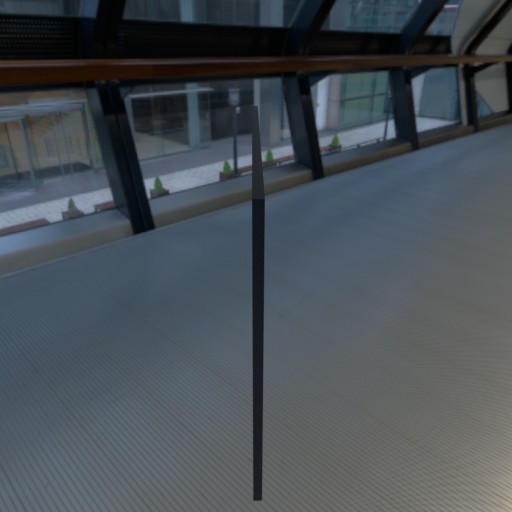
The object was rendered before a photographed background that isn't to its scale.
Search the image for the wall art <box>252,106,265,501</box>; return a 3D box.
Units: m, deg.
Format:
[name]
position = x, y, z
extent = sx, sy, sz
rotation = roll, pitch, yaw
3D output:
[wall art]
position = 0.000, 0.000, 0.824
extent = 0.013, 0.447, 0.660
rotation = 0, 26, 0
